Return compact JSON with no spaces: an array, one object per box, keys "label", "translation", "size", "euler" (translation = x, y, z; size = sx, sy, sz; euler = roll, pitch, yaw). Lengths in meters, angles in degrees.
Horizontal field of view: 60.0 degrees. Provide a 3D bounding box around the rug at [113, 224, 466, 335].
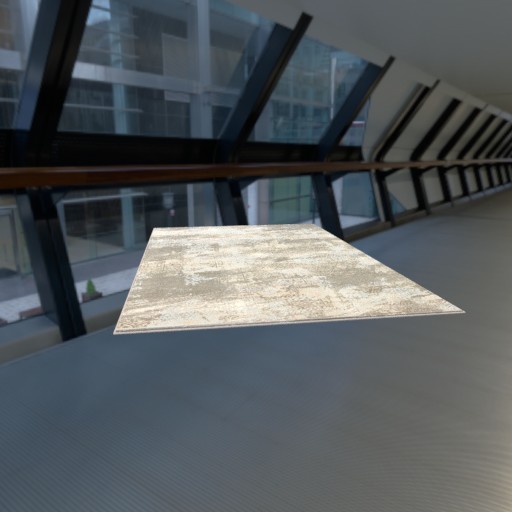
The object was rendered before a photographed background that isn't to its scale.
[{"label":"rug","translation":[0.000,0.000,3.051],"size":[1.536,0.012,2.431],"euler":[-2,14,-9]}]
